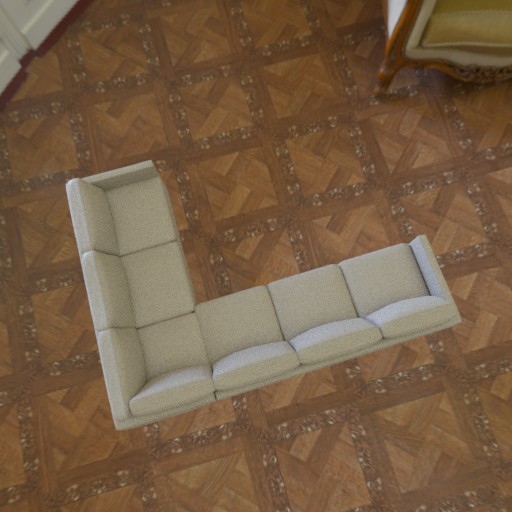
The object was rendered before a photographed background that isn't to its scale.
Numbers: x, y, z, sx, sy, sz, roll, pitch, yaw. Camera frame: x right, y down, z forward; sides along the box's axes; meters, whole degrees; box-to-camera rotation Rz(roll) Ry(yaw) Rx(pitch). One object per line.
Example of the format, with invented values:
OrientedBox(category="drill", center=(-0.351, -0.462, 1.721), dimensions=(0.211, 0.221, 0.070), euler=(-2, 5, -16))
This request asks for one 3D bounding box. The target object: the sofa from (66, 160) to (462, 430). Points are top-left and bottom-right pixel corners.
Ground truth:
OrientedBox(category="sofa", center=(0.000, 0.000, 4.543), dimensions=(3.333, 0.934, 2.522), euler=(-16, 75, -4))
